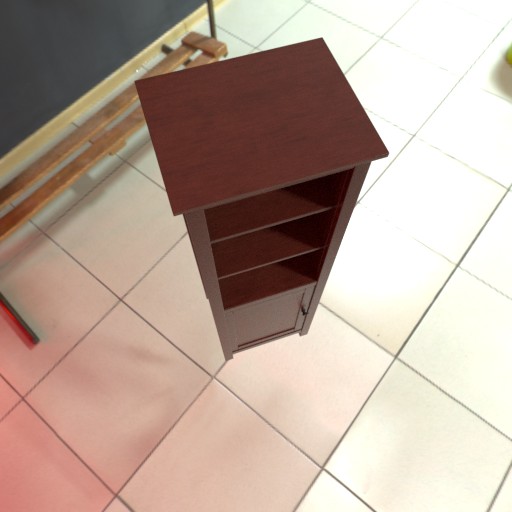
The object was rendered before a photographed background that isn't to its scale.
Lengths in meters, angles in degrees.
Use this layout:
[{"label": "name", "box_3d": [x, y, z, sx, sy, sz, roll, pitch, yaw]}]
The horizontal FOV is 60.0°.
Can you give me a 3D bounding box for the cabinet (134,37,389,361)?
[{"label": "cabinet", "box_3d": [0.000, 0.000, 1.725, 0.500, 1.518, 0.401, -17, 65, -8]}]
